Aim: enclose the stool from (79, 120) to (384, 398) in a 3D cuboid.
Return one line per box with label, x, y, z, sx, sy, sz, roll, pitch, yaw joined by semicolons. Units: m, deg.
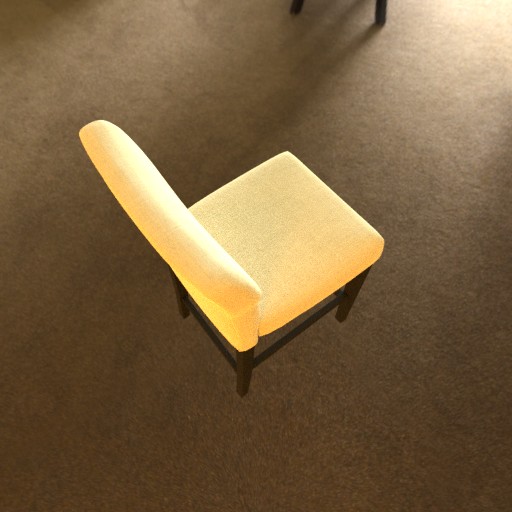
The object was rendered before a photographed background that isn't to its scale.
stool;0.000;0.000;1.314;0.603;0.972;0.514;-33;64;-18
